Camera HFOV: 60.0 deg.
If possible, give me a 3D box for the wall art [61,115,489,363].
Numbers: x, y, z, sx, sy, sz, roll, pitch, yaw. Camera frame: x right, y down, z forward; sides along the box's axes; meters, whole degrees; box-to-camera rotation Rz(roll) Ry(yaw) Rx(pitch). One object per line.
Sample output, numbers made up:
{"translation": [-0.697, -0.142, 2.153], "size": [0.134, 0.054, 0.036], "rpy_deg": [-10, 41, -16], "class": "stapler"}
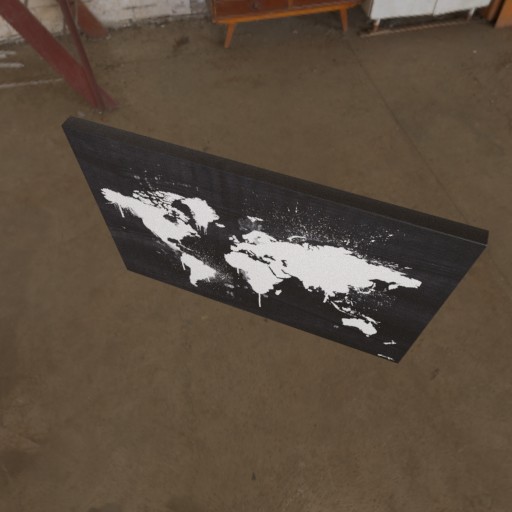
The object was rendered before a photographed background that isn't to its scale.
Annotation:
{"translation": [0.000, 0.000, 1.154], "size": [0.912, 0.612, 0.038], "rpy_deg": [18, 58, 11], "class": "wall art"}
